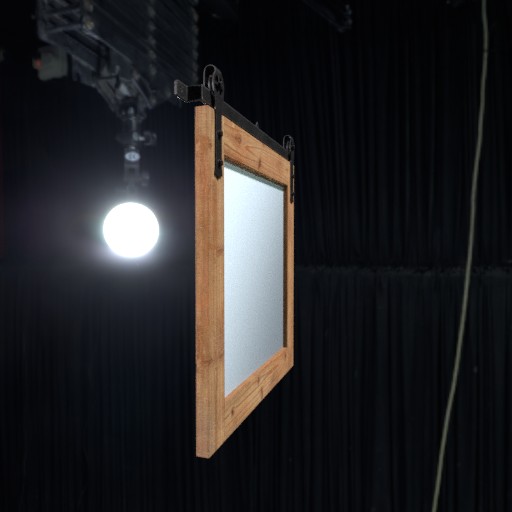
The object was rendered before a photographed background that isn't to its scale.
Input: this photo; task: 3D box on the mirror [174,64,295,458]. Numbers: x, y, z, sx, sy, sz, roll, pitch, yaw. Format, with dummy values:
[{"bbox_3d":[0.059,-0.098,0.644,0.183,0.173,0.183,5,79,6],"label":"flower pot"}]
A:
[{"bbox_3d":[0.000,0.000,1.216,0.054,0.800,0.805,1,2,19],"label":"mirror"}]
